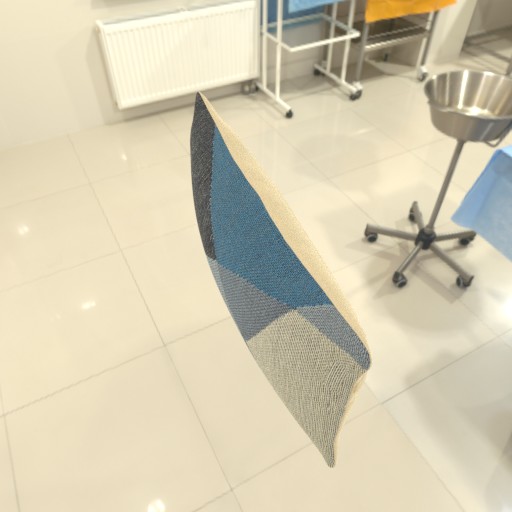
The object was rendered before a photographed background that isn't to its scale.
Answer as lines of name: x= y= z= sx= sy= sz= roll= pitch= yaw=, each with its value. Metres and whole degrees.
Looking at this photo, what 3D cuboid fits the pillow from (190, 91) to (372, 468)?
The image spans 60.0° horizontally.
pillow: x=0.000 y=0.000 z=0.724 sx=0.148 sy=0.307 sz=0.604 roll=-16 pitch=49 yaw=-15
